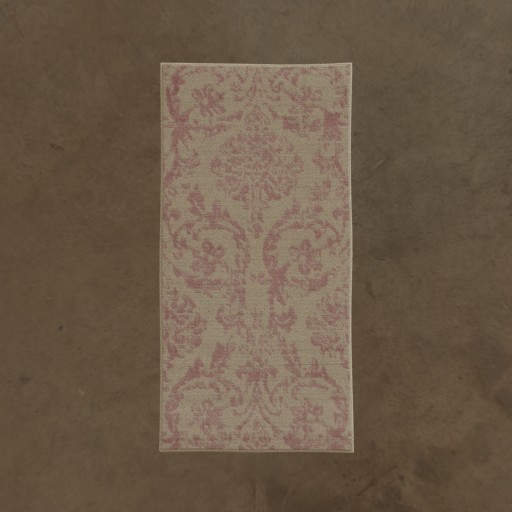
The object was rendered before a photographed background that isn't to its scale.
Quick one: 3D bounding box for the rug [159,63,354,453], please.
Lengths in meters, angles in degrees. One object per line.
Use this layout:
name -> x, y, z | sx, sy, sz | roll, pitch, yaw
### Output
rug -> 0.000, 0.000, 1.385 | 0.604, 0.007, 1.219 | 0, 89, 1
